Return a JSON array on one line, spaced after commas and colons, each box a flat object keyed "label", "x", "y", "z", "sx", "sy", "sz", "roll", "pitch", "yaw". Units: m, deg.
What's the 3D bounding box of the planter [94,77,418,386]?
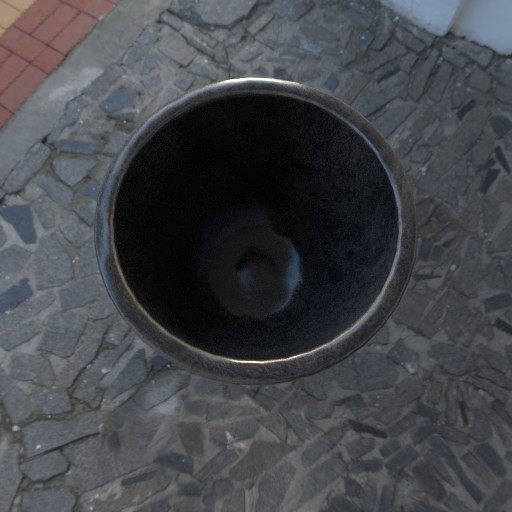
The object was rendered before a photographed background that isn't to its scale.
[{"label": "planter", "x": 0.000, "y": 0.000, "z": 0.308, "sx": 0.172, "sy": 0.160, "sz": 0.172, "roll": 0, "pitch": 74, "yaw": 0}]
